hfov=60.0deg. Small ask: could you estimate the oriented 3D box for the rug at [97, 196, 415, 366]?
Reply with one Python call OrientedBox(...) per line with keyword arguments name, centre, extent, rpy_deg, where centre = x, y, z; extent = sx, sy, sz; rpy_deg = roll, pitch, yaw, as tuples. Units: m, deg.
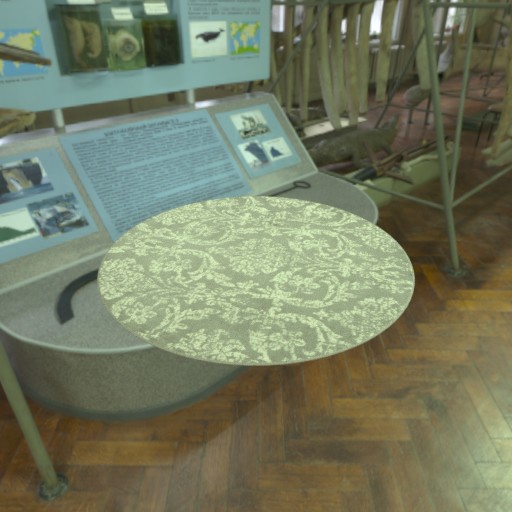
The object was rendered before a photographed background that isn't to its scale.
OrientedBox(name="rug", centre=(0.000, 0.000, 2.327), extent=(1.593, 0.012, 1.593), rpy_deg=(0, 31, 0))
